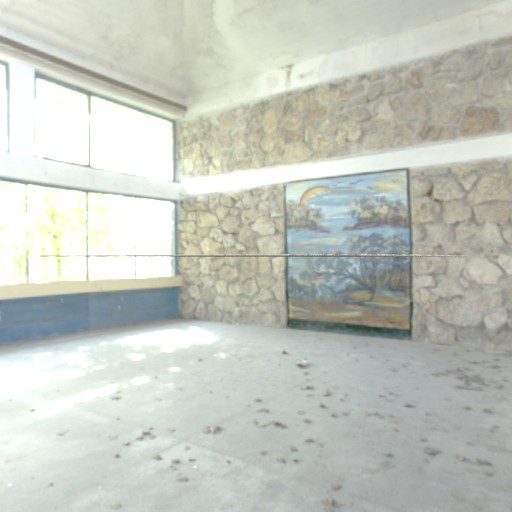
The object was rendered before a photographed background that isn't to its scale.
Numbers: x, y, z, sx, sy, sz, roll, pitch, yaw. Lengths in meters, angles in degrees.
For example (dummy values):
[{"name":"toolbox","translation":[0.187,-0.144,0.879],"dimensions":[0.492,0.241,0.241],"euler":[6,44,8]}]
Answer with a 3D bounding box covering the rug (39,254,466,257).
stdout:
[{"name":"rug","translation":[0.000,0.000,4.040],"dimensions":[3.050,0.011,2.441],"euler":[0,0,37]}]
